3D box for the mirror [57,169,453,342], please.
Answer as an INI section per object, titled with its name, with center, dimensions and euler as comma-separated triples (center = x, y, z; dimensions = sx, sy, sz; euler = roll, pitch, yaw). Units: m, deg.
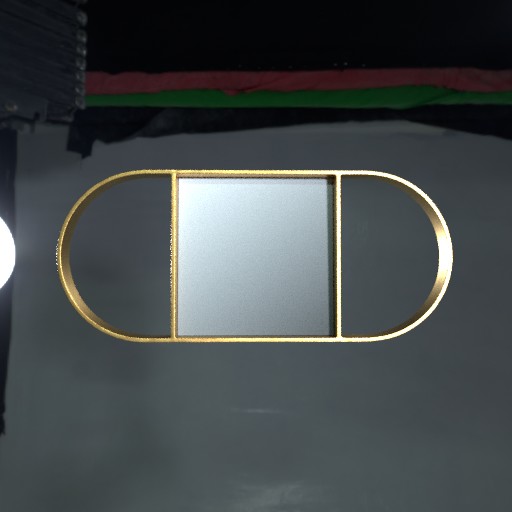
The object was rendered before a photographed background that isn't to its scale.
[mirror]
center = 0.000, 0.000, 0.669
dimensions = 0.584, 0.254, 0.032
euler = 0, -1, -1
